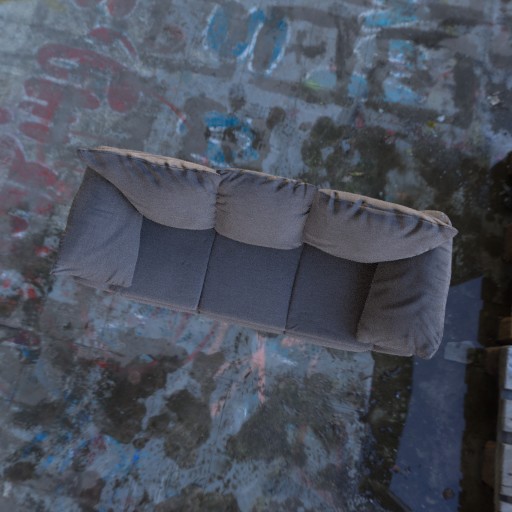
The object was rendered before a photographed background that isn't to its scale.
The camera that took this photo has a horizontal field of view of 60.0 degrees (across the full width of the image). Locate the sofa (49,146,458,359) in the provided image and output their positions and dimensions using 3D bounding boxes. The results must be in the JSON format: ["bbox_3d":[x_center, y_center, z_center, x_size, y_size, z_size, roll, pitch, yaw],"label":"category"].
[{"bbox_3d":[0.000,0.000,2.909,2.390,1.043,0.927,12,77,3],"label":"sofa"}]
